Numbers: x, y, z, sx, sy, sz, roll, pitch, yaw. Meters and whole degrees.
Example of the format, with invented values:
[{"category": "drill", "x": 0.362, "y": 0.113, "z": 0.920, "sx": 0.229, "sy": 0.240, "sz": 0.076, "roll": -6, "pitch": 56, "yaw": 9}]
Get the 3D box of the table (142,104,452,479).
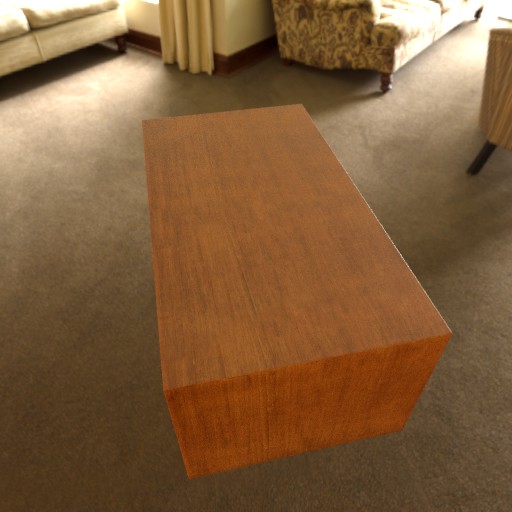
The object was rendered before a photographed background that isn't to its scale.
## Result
[{"category": "table", "x": 0.000, "y": 0.000, "z": 1.300, "sx": 0.549, "sy": 0.419, "sz": 1.000, "roll": -9, "pitch": 45, "yaw": -9}]
